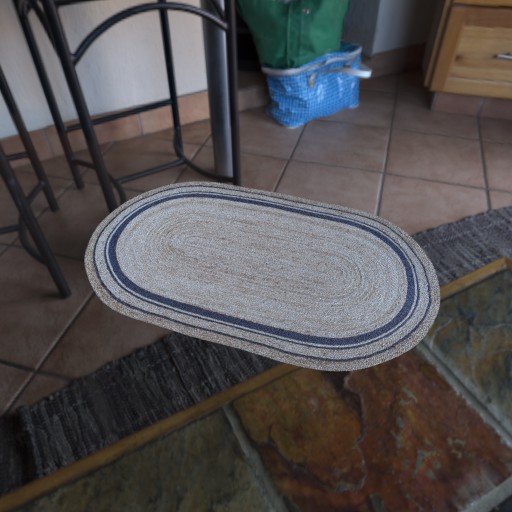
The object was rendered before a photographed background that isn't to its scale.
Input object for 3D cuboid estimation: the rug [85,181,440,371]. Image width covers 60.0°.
[{"bbox_3d":[0.000,0.000,3.057,2.432,0.006,1.520,13,45,13],"label":"rug"}]
